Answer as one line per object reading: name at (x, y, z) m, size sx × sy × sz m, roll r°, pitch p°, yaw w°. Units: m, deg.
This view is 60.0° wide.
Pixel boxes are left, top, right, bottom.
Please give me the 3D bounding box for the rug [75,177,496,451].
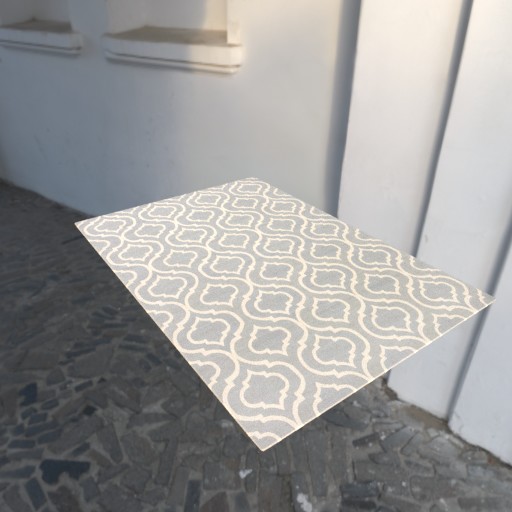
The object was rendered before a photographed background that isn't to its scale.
rug at (0.000, 0.000, 2.560) m, size 1.451 × 0.010 × 2.080 m, roll -20°, pitch 36°, yaw -30°
